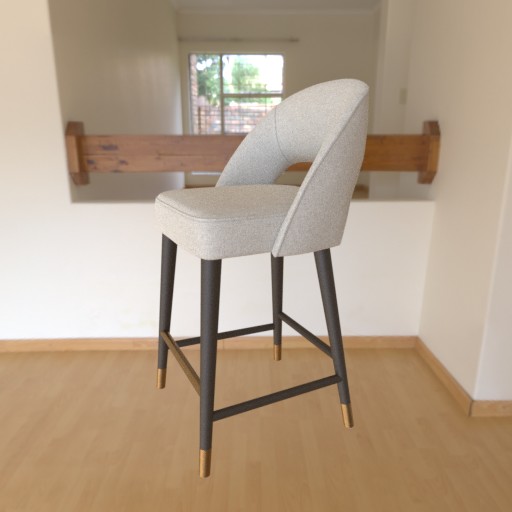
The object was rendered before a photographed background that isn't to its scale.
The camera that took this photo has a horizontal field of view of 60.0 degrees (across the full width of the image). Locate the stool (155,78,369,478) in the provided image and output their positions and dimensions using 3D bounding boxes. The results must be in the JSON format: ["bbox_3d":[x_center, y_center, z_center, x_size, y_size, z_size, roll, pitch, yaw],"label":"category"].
[{"bbox_3d":[0.000,0.000,1.236,0.509,0.940,0.494,-7,17,-25],"label":"stool"}]
